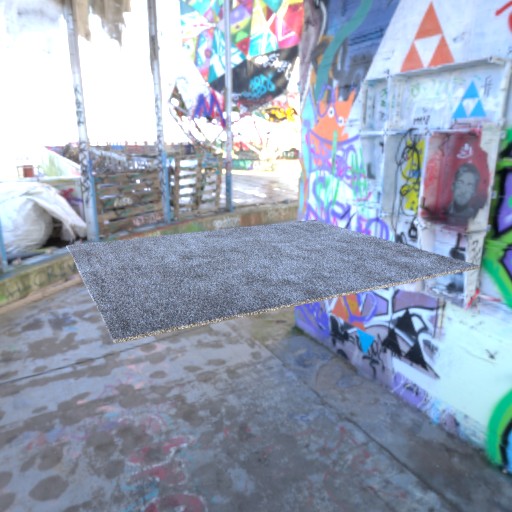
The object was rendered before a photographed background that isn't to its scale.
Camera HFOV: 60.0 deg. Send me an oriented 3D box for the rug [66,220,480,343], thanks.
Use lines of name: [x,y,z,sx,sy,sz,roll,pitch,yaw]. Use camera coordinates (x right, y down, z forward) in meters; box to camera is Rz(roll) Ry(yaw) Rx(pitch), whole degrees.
rug: [0.000,0.000,4.066,3.000,0.025,2.401,-8,17,-27]
